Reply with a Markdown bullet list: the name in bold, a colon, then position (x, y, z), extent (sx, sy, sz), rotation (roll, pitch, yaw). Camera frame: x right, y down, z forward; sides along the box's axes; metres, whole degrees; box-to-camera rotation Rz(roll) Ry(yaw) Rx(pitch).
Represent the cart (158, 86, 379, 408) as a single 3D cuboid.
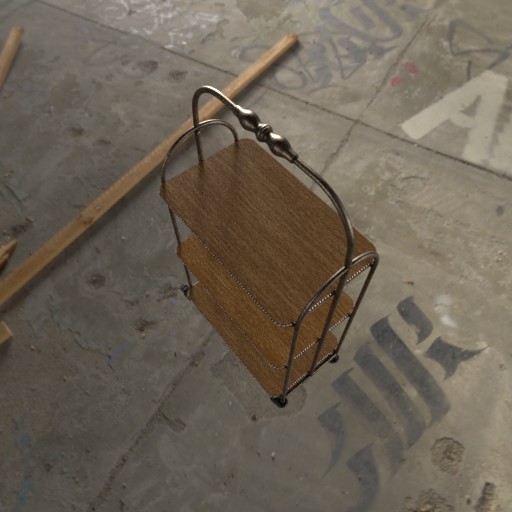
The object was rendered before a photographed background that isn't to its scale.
- **cart**: position (0.000, 0.000, 1.346), extent (0.330, 1.052, 0.650), rotation (-35, 64, -20)
